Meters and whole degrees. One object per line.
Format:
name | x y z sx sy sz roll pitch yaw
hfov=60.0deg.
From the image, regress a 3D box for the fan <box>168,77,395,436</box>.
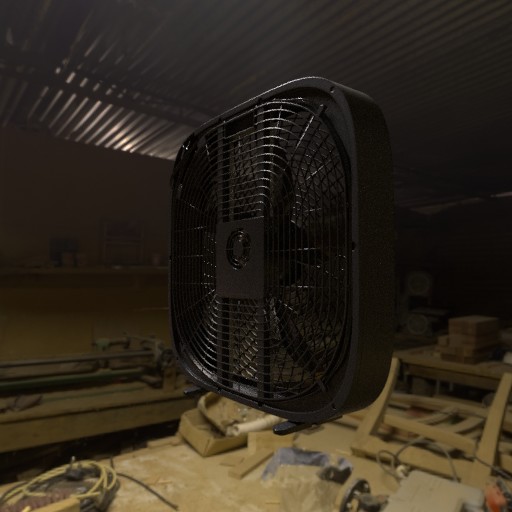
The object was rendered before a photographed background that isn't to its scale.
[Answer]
fan | 0.000 0.000 0.801 0.142 0.533 0.526 2 -3 -38
